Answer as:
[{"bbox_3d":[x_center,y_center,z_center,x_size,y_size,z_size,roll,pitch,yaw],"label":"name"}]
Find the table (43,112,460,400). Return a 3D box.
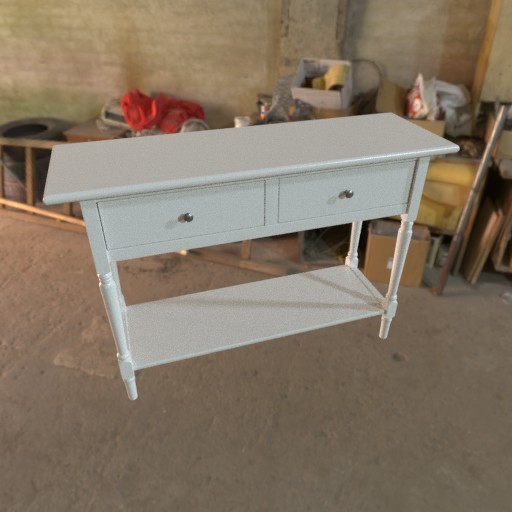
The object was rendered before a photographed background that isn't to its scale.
[{"bbox_3d":[0.000,0.000,1.582,1.191,0.814,0.386,-10,35,-15],"label":"table"}]
